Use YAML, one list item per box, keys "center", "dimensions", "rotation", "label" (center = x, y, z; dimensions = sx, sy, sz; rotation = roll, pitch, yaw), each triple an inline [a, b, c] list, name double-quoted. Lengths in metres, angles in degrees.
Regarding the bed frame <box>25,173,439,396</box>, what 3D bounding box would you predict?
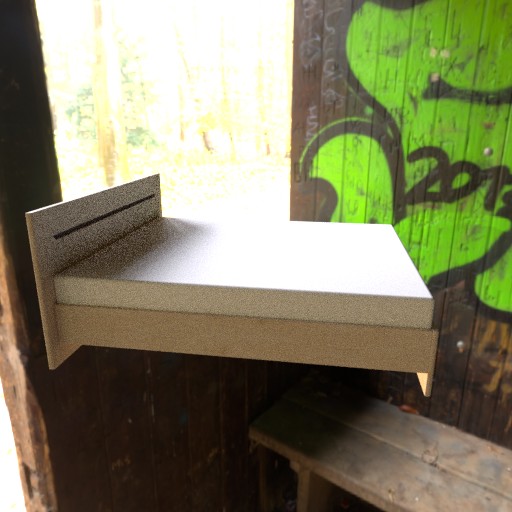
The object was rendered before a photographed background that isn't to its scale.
- center: [0.000, 0.000, 3.070]
  dimensions: [2.080, 0.900, 1.800]
  rotation: [3, 17, 9]
  label: "bed frame"
